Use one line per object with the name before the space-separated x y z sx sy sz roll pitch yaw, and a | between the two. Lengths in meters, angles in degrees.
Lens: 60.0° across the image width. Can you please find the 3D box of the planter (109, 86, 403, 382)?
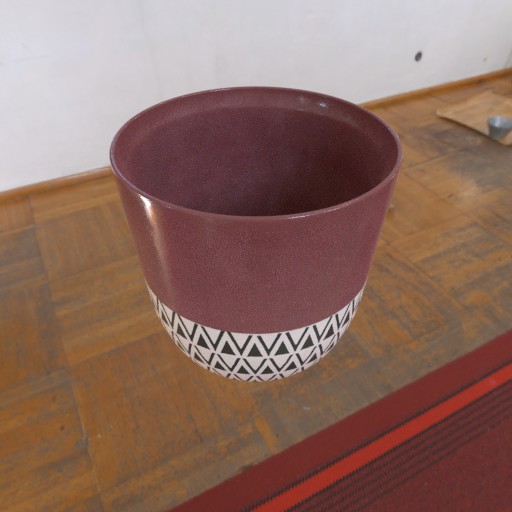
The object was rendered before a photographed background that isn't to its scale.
planter | 0.000 0.000 0.371 0.195 0.214 0.195 0 40 0
